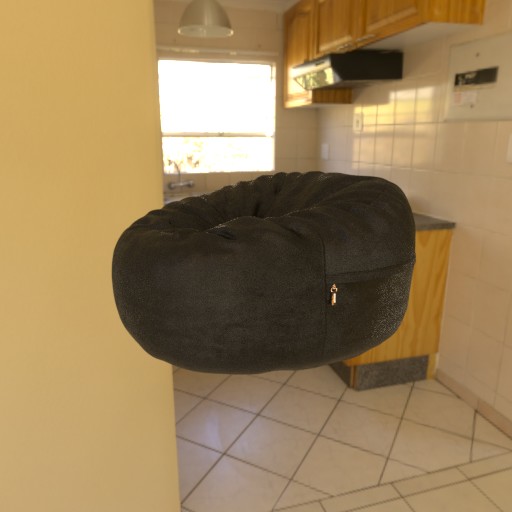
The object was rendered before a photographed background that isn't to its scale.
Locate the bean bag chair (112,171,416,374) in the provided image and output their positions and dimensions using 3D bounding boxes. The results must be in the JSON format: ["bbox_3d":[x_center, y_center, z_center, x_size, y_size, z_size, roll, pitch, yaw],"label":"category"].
[{"bbox_3d":[0.000,0.000,2.447,1.524,0.878,1.524,-8,17,-26],"label":"bean bag chair"}]
